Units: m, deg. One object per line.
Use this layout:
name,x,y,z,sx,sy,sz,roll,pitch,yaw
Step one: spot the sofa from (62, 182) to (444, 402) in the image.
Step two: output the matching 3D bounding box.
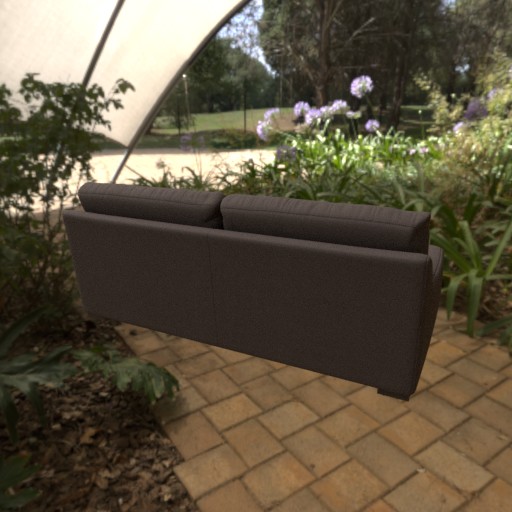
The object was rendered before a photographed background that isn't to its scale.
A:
sofa,0.000,0.000,2.900,2.271,0.950,1.140,9,19,25
